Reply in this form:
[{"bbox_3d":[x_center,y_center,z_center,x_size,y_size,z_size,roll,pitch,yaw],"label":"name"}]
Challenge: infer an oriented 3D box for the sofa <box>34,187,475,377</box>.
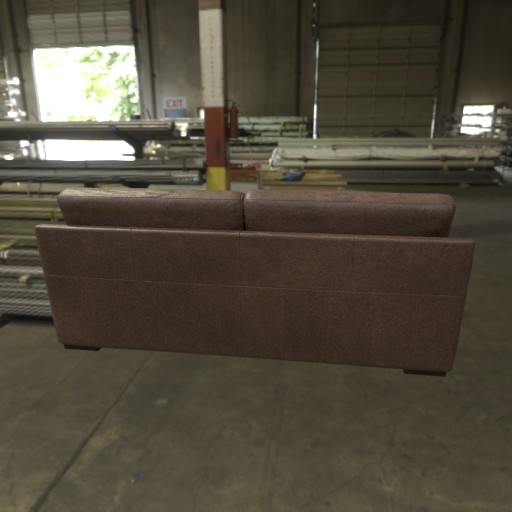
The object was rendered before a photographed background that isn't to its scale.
[{"bbox_3d":[0.000,0.000,2.769,2.261,0.941,1.143,2,17,8],"label":"sofa"}]
